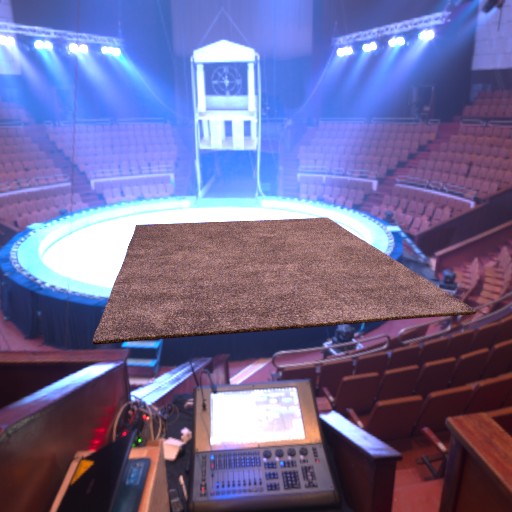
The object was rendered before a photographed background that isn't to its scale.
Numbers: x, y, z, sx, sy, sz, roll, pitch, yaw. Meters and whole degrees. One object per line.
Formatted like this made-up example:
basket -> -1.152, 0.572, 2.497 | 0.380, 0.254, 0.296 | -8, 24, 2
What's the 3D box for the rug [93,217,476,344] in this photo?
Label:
rug -> 0.000, 0.000, 4.102 | 2.401, 0.025, 3.000 | -3, 17, -10
